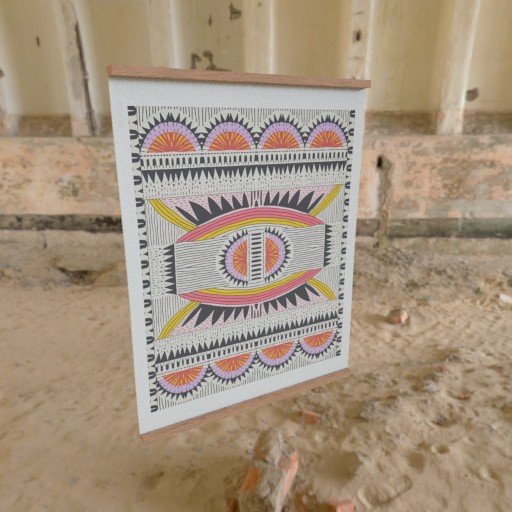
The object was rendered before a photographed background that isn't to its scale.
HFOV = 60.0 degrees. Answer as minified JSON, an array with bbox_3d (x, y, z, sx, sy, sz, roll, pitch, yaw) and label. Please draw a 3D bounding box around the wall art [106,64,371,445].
[{"bbox_3d":[0.000,0.000,0.692,0.403,0.527,0.028,-9,19,-28],"label":"wall art"}]
